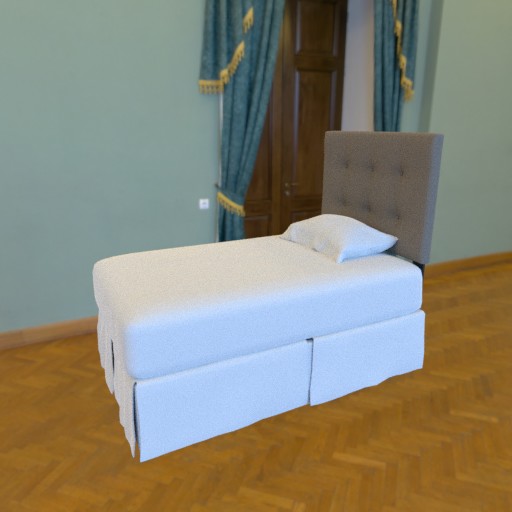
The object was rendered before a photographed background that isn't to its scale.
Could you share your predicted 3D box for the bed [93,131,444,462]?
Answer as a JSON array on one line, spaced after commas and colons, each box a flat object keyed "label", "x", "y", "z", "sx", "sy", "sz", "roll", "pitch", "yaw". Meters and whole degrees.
[{"label": "bed", "x": 0.000, "y": 0.000, "z": 2.928, "sx": 1.997, "sy": 1.571, "sz": 1.261, "roll": -8, "pitch": 18, "yaw": -26}]
